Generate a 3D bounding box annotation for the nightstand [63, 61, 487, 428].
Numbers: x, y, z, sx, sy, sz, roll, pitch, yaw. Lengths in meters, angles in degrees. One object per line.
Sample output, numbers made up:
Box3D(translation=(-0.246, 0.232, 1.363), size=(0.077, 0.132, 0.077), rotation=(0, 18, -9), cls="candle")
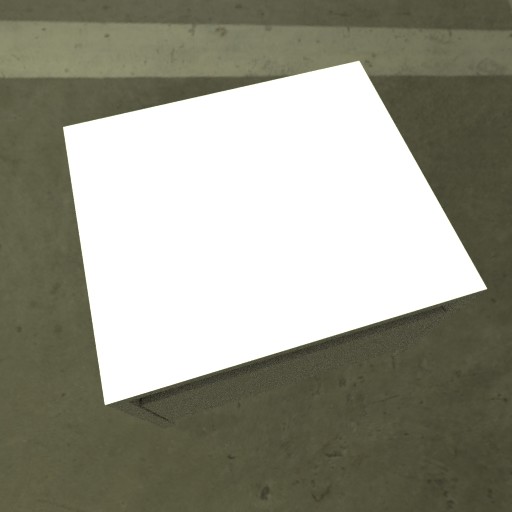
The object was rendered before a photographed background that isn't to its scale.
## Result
Box3D(translation=(0.000, 0.000, 0.757), size=(0.470, 0.351, 0.408), rotation=(-15, 66, -7), cls="nightstand")
